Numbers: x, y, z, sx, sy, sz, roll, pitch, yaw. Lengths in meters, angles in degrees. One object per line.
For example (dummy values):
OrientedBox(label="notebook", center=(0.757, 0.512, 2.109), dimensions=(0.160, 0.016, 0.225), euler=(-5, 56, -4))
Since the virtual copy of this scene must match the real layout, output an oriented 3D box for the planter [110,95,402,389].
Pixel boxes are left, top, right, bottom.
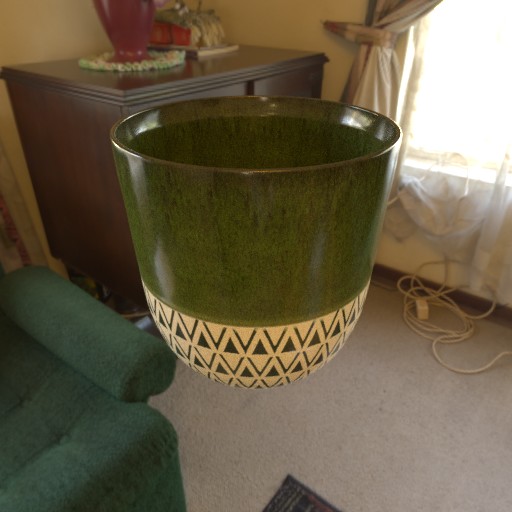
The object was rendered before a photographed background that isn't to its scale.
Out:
OrientedBox(label="planter", center=(0.000, 0.000, 0.454), dimensions=(0.245, 0.270, 0.245), euler=(0, 31, 0))
